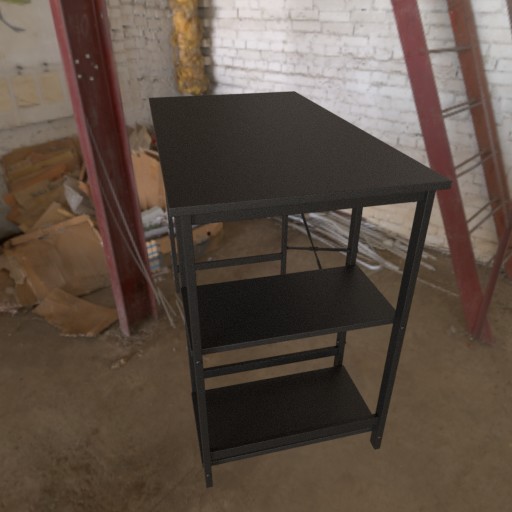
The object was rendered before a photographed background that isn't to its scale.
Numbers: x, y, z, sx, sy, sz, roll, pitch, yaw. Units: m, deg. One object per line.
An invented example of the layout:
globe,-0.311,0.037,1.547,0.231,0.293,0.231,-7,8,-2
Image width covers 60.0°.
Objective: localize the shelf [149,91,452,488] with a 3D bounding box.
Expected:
shelf,0.000,0.000,1.302,0.498,0.749,0.902,-7,31,-12
